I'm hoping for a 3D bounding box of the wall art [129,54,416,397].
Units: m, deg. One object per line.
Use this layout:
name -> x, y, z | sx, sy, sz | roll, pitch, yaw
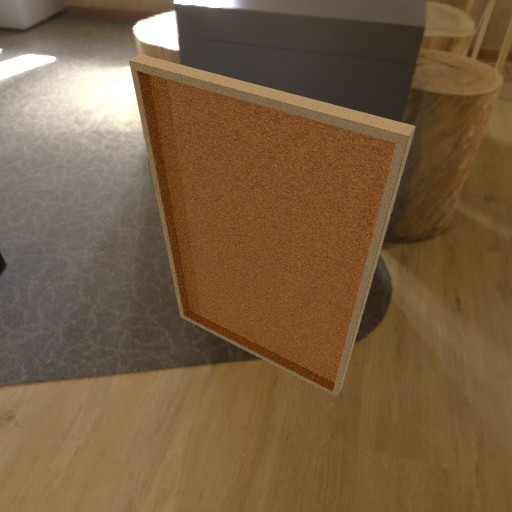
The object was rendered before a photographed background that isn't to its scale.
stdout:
wall art -> 0.000, 0.000, 1.180 | 0.610, 0.914, 0.038 | 23, 50, 21
